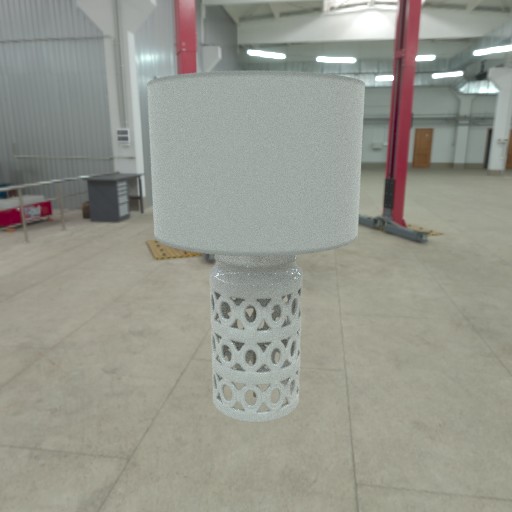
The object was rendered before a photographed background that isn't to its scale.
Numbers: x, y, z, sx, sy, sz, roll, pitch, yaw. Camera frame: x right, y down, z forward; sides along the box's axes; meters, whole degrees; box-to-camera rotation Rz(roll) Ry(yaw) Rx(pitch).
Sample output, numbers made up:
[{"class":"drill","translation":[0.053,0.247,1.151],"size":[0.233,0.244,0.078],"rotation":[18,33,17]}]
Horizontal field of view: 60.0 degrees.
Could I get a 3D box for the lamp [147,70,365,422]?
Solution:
[{"class":"lamp","translation":[0.000,0.000,0.700],"size":[0.310,0.502,0.310],"rotation":[0,15,0]}]
